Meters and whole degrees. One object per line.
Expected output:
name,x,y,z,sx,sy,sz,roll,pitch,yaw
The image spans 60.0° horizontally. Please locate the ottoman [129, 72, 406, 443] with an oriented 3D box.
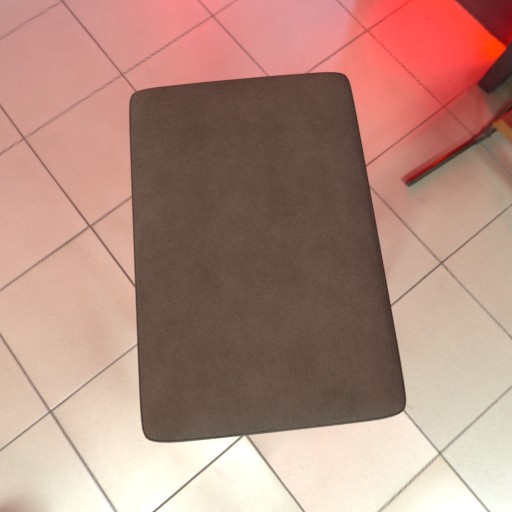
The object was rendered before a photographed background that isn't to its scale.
ottoman,0.000,0.000,1.197,0.584,0.483,0.864,-6,76,-1
